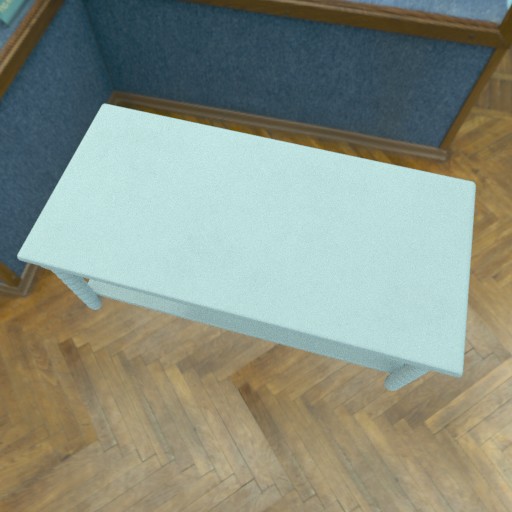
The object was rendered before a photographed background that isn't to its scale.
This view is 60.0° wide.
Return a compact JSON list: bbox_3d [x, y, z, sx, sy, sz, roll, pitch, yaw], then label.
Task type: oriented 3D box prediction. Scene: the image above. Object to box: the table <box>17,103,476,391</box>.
[{"bbox_3d":[0.000,0.000,1.447,1.171,0.487,0.580,14,65,7],"label":"table"}]
